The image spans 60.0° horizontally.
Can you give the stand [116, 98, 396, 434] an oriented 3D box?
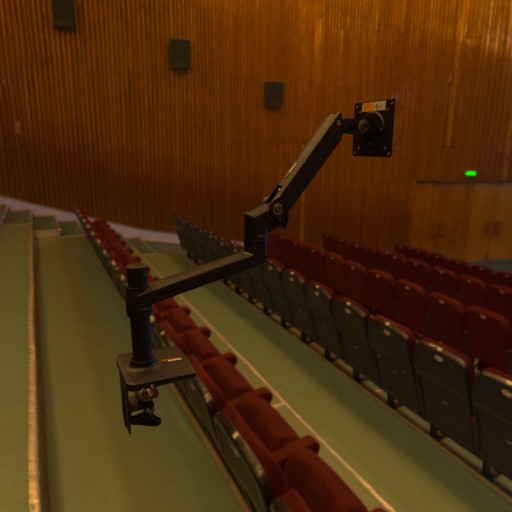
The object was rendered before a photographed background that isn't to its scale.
[{"bbox_3d":[0.000,0.000,1.036,0.650,0.713,0.152,-7,16,-26],"label":"stand"}]
